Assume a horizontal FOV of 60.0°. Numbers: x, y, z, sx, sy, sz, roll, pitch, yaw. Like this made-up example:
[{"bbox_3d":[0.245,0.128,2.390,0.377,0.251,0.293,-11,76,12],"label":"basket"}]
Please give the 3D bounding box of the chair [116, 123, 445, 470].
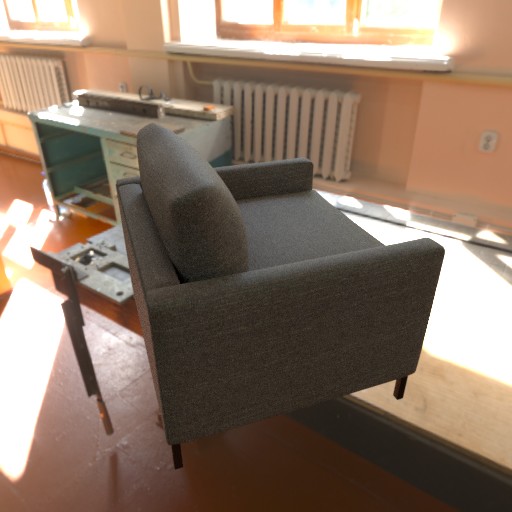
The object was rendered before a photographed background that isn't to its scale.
[{"bbox_3d":[0.000,0.000,1.575,0.845,0.841,0.940,-10,31,-17],"label":"chair"}]
